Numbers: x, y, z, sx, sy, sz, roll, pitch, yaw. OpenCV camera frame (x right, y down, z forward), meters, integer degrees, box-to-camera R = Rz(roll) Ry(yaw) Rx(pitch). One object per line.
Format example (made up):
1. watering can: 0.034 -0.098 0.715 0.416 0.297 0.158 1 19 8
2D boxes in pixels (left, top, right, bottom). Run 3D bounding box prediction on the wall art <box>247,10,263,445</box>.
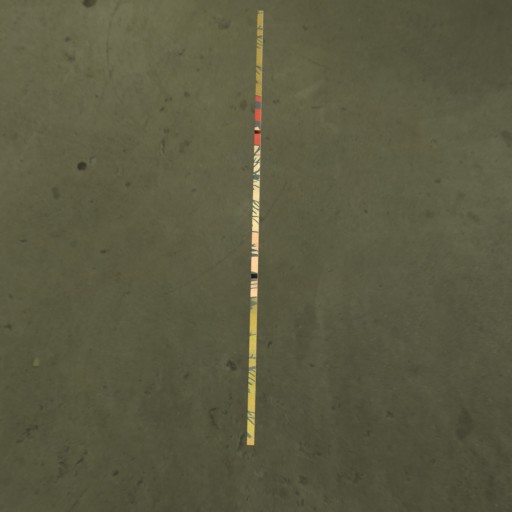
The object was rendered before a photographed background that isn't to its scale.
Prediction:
1. wall art: 0.000 0.000 1.325 0.013 0.913 0.904 1 76 0
